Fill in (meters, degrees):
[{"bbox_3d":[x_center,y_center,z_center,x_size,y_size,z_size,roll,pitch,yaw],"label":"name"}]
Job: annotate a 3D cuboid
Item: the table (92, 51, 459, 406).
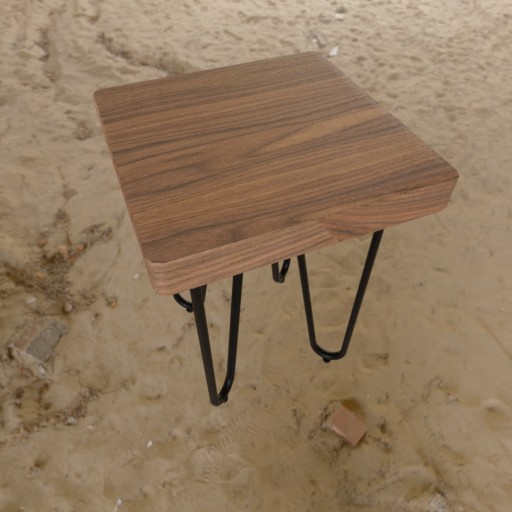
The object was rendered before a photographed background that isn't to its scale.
[{"bbox_3d":[0.000,0.000,0.985,0.480,0.641,0.479,-17,50,-15],"label":"table"}]
